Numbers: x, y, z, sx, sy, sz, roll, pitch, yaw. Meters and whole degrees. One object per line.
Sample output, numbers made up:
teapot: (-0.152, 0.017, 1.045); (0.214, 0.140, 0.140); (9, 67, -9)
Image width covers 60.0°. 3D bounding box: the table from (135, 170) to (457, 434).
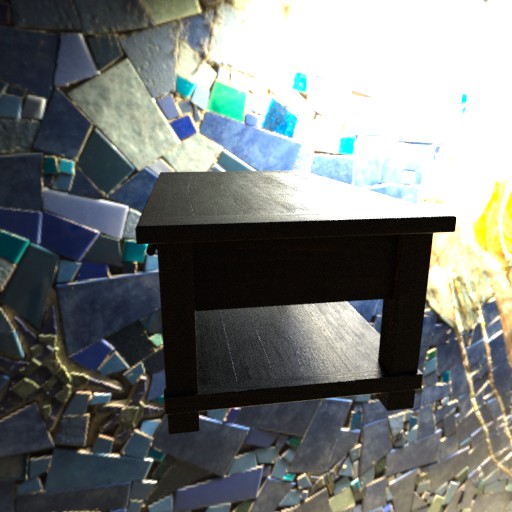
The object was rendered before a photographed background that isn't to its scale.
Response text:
table: (0.000, 0.000, 1.573); (0.700, 0.494, 1.270); (-3, 16, -9)
